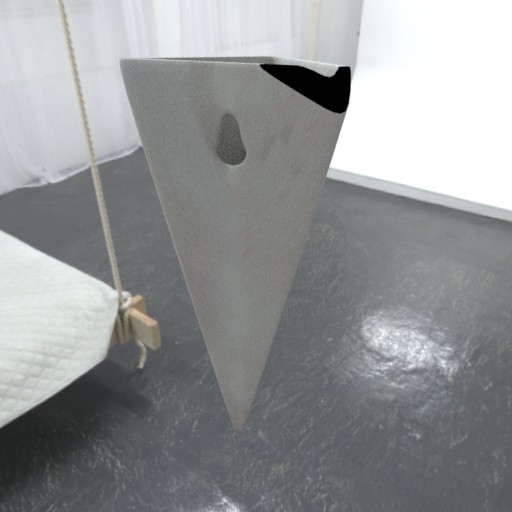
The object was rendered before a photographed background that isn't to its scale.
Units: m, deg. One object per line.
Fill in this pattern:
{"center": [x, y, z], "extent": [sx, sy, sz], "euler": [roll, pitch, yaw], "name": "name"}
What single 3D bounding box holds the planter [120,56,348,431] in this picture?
{"center": [0.000, 0.000, 0.154], "extent": [0.058, 0.130, 0.047], "euler": [9, 32, 14], "name": "planter"}
